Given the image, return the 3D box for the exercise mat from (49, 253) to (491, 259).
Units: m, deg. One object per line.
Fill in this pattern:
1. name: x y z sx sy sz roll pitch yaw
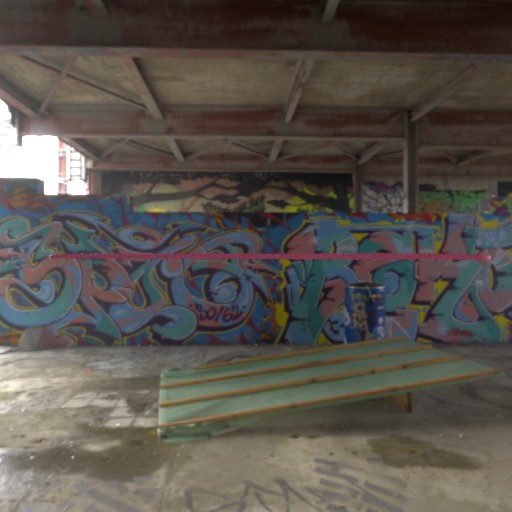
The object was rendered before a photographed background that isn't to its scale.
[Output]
1. exercise mat: 0.000 0.000 2.065 1.884 0.021 0.616 0 0 17
